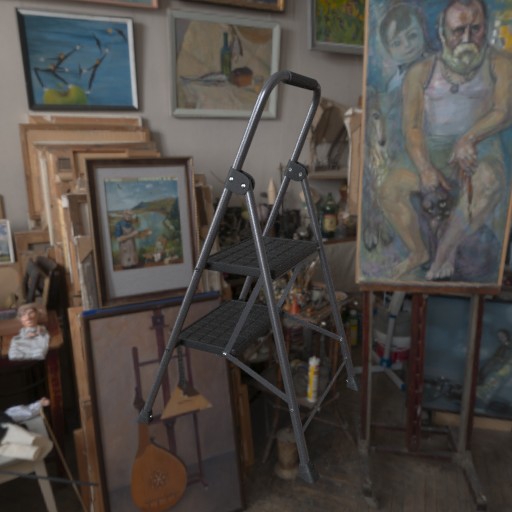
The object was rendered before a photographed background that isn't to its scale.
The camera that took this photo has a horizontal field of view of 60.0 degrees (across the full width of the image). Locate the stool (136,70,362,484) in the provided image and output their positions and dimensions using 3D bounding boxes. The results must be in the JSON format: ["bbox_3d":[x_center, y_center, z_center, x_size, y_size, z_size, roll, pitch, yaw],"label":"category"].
[{"bbox_3d":[0.000,0.000,1.160,0.514,0.872,0.450,7,17,25],"label":"stool"}]
